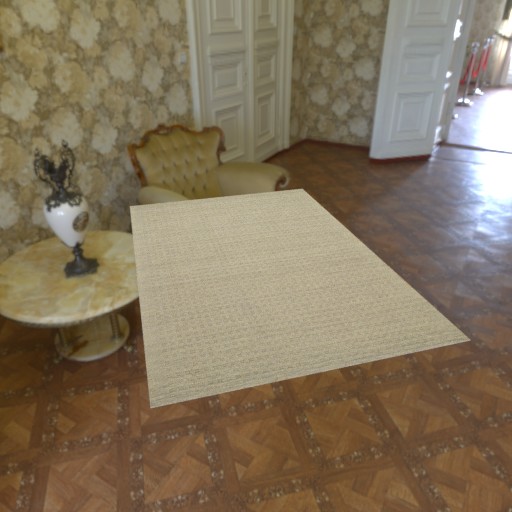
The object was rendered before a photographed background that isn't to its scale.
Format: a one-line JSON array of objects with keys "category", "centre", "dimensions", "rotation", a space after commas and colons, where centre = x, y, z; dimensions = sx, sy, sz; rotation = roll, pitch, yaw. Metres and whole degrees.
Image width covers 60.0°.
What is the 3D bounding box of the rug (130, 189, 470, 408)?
[{"category": "rug", "centre": [0.000, 0.000, 3.777], "dimensions": [1.981, 0.006, 2.895], "rotation": [-8, 29, -14]}]
